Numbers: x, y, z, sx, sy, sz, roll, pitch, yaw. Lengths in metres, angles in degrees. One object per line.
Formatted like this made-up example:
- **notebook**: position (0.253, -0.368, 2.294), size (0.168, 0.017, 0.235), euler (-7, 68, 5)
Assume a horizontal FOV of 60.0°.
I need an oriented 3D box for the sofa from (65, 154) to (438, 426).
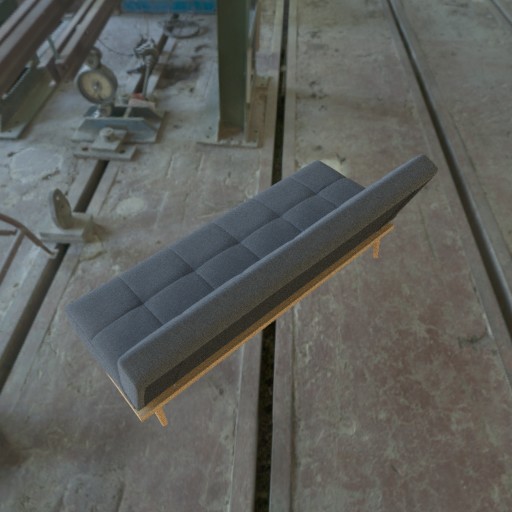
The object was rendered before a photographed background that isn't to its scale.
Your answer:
- **sofa**: position (0.000, 0.000, 2.311), size (1.820, 0.770, 0.820), euler (-34, 56, -26)
